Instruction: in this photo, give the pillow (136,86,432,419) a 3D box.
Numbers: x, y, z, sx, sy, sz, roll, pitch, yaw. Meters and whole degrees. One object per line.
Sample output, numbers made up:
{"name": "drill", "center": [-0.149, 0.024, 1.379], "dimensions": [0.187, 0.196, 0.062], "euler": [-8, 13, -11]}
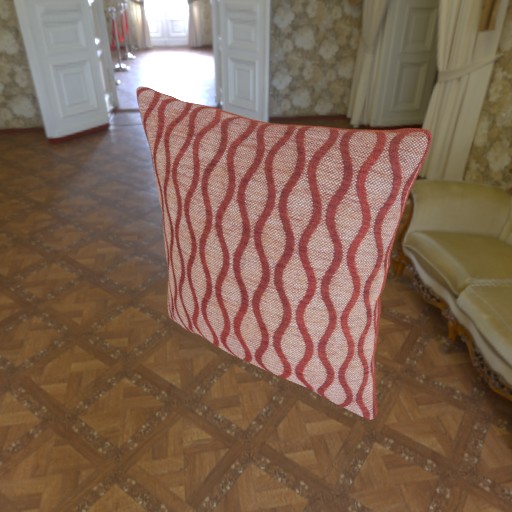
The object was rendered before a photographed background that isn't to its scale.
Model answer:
{"name": "pillow", "center": [0.000, 0.000, 0.653], "dimensions": [0.429, 0.434, 0.159], "euler": [20, 37, 28]}
